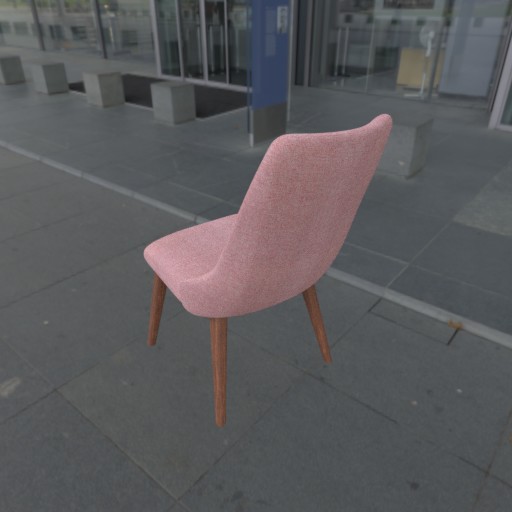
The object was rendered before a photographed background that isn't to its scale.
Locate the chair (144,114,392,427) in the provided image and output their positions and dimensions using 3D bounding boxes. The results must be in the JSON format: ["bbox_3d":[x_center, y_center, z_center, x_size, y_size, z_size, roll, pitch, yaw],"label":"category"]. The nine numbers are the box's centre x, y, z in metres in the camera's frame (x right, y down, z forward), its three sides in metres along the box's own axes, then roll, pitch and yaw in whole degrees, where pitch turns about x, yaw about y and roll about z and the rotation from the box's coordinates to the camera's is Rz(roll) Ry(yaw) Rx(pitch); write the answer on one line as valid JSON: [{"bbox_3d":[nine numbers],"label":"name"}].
[{"bbox_3d":[0.000,0.000,1.356,0.535,0.918,0.707,-20,36,-30],"label":"chair"}]
